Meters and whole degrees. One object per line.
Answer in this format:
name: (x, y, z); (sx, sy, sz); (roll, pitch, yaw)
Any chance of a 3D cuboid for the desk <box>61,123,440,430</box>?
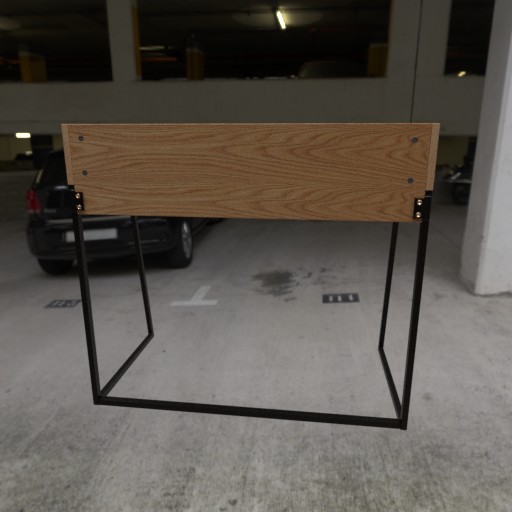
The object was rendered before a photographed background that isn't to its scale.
desk: (0.000, 0.000, 1.878); (1.191, 1.061, 0.769); (2, 16, 7)
